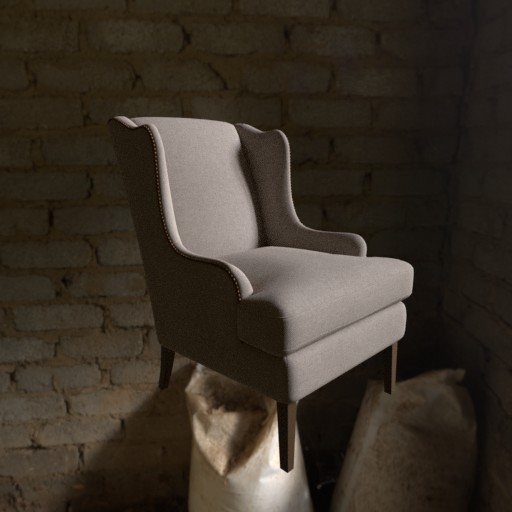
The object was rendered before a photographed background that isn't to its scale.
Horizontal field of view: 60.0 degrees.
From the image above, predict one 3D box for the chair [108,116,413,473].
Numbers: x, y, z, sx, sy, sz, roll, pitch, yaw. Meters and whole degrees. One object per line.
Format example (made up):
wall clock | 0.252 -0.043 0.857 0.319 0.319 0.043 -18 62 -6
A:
chair | 0.000 0.000 1.668 0.737 1.029 0.940 -13 18 -43
